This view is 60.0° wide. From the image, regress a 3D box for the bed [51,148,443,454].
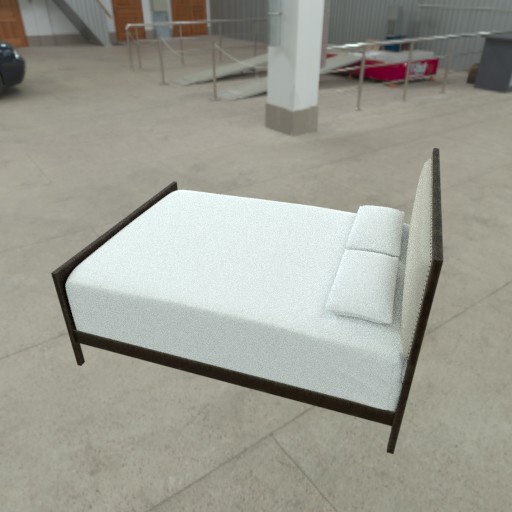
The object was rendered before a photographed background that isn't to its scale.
[{"bbox_3d":[0.000,0.000,3.166,2.221,1.313,1.607,10,33,16],"label":"bed"}]
